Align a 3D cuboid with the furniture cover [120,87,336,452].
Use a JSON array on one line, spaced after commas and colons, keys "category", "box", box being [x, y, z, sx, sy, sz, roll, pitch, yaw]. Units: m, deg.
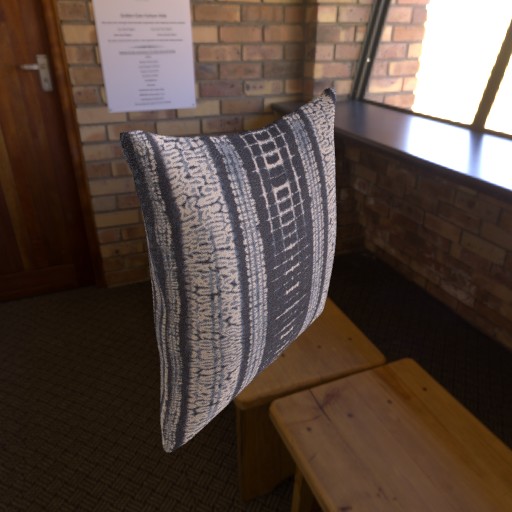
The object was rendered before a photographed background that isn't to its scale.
[{"category": "furniture cover", "box": [0.000, 0.000, 0.659, 0.133, 0.435, 0.425, 19, 33, 32]}]
